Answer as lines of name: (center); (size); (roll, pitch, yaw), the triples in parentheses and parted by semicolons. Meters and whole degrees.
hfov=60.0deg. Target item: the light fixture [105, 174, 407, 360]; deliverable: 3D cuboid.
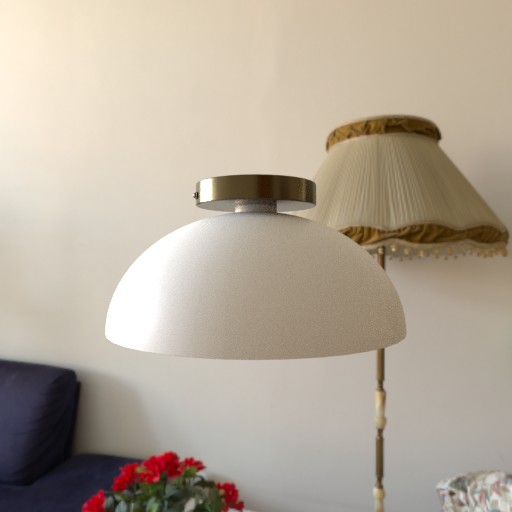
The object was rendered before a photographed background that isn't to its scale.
light fixture: (0.000, 0.000, 0.552); (0.355, 0.177, 0.355); (0, 0, 0)
